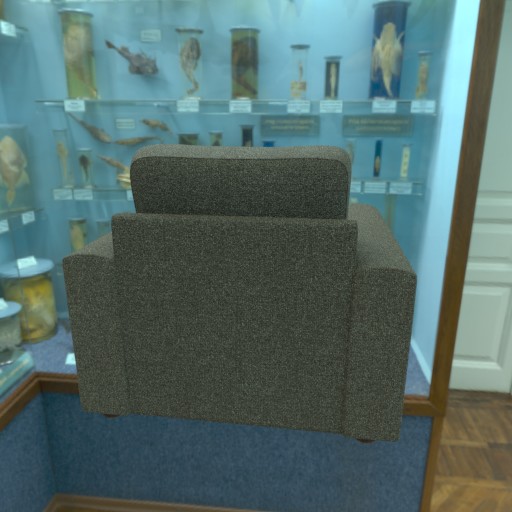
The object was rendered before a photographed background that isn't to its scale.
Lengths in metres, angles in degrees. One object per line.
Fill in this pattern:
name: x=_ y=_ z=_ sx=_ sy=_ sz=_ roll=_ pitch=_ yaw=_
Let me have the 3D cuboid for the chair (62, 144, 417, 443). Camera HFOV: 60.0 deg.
chair: x=0.000 y=0.000 z=1.726 sx=1.005 sy=0.873 sz=1.016 roll=2 pitch=17 yaw=8
